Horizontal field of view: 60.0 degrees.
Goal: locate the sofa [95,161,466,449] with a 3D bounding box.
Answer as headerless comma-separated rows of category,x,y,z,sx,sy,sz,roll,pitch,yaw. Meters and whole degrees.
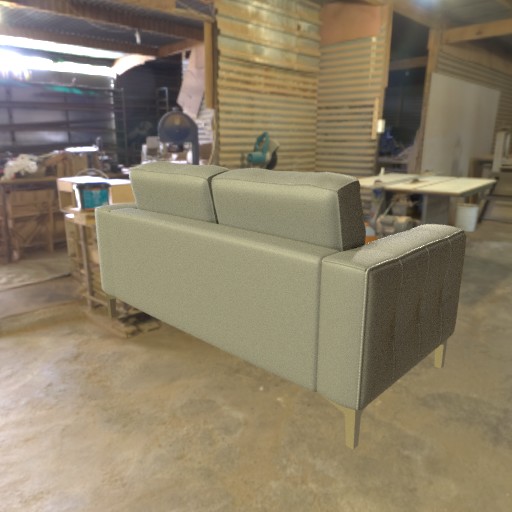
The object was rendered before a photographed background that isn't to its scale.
sofa,0.000,0.000,2.193,1.726,0.893,0.833,14,21,42
